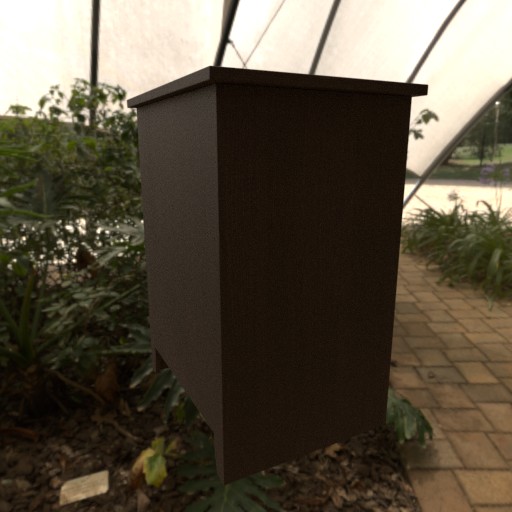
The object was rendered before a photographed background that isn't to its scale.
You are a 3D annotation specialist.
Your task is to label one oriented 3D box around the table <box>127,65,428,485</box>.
[{"bbox_3d":[0.000,0.000,0.916,0.381,0.635,0.480,-7,16,-27],"label":"table"}]
